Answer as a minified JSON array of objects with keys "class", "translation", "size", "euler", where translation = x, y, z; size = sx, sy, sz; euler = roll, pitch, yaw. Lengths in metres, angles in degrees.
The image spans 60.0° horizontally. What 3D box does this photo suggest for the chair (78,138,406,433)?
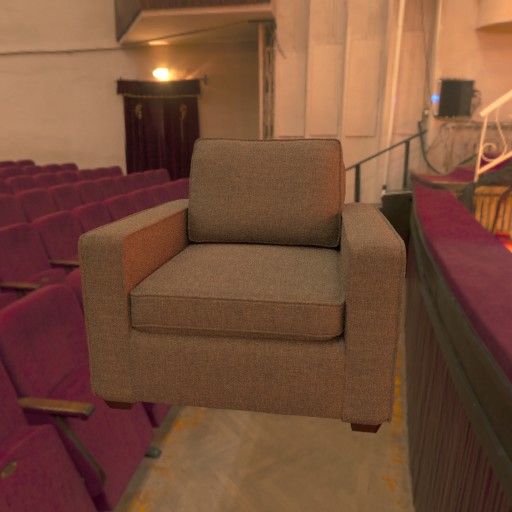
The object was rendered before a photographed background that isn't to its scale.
[{"class":"chair","translation":[0.000,0.000,1.760],"size":[1.016,0.914,0.940],"euler":[2,14,8]}]
